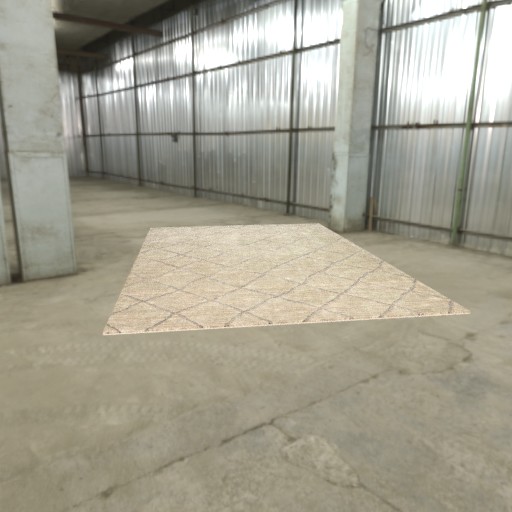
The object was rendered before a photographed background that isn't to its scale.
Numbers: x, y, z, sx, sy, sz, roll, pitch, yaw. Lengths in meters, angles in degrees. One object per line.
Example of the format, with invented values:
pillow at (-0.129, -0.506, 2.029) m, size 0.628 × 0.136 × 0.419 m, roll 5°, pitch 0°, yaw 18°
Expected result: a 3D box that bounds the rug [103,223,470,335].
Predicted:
rug at (0.000, 0.000, 2.887) m, size 1.521 × 0.015 × 2.280 m, roll -2°, pitch 14°, yaw -8°
